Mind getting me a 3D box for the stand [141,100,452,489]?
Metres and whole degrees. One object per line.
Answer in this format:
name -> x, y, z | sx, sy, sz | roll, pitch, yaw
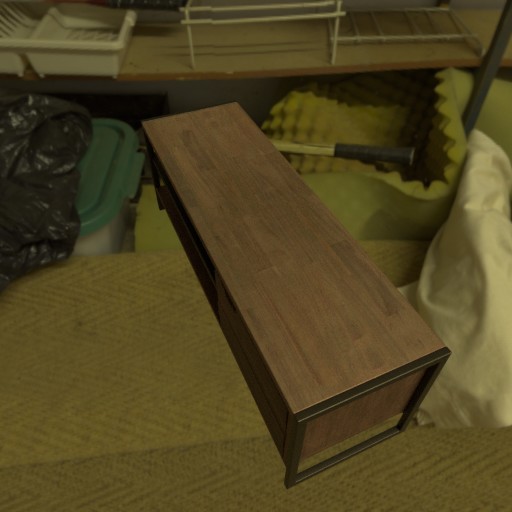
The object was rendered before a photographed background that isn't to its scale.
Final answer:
stand -> 0.000, 0.000, 1.730 | 0.454, 0.506, 1.480 | -18, 49, -16
